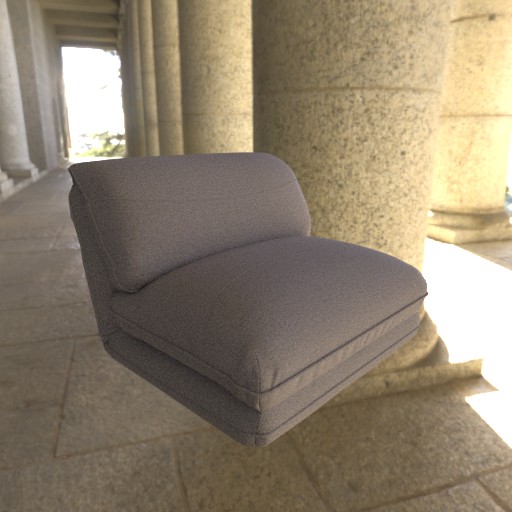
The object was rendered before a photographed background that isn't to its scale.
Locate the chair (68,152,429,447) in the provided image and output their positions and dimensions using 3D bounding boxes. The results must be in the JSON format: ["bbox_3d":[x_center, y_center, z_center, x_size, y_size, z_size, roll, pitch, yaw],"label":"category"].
[{"bbox_3d":[0.000,0.000,1.334,0.780,0.580,0.820,14,21,41],"label":"chair"}]
